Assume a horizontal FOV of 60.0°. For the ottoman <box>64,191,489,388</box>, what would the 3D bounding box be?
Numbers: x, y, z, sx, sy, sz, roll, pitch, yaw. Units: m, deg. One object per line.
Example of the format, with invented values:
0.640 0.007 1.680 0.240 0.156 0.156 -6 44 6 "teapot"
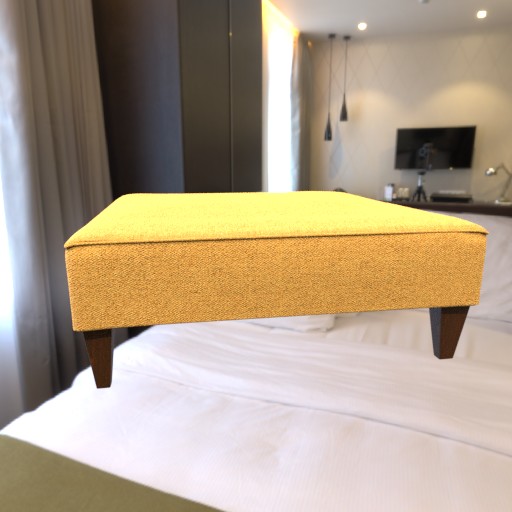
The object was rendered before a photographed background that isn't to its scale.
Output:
0.000 0.000 1.466 0.970 0.378 0.981 -2 13 -10 "ottoman"
